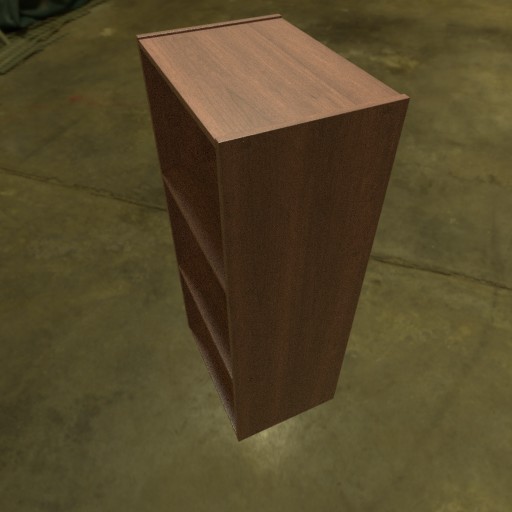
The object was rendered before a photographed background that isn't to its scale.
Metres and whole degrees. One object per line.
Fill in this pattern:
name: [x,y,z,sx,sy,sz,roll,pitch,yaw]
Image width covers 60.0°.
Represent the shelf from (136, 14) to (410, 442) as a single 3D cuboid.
shelf: [0.000,0.000,1.024,0.290,0.879,0.414,-18,48,-17]
